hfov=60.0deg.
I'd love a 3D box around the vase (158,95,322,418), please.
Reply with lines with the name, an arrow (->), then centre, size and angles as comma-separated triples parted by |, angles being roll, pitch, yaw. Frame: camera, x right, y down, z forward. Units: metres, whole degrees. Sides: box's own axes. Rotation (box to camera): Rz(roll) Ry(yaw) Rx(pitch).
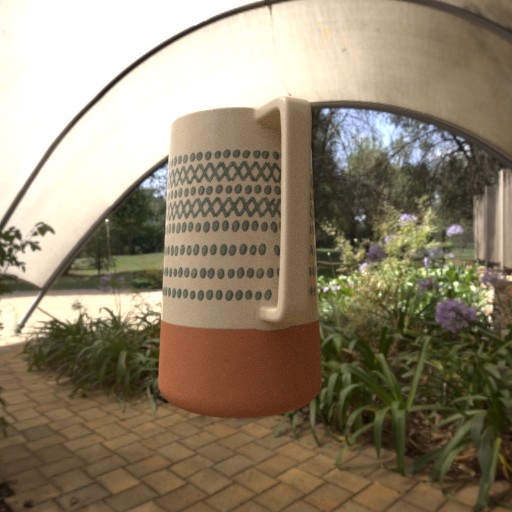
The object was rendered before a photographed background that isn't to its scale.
vase -> 0.000, 0.000, 0.471 | 0.168, 0.247, 0.326 | 0, 0, 16
